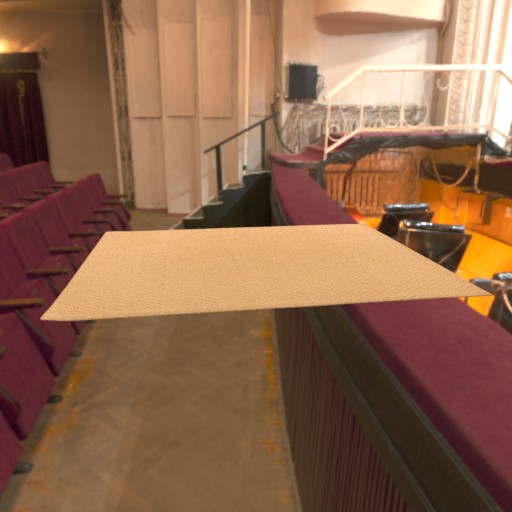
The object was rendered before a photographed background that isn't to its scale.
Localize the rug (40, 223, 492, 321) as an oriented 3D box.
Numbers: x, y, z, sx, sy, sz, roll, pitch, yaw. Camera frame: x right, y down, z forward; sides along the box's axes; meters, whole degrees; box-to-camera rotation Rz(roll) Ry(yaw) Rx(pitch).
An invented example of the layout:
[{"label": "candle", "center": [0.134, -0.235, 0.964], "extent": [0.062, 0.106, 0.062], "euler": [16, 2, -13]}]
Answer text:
[{"label": "rug", "center": [0.000, 0.000, 3.862], "extent": [2.897, 0.035, 2.277], "euler": [-2, 17, -8]}]
